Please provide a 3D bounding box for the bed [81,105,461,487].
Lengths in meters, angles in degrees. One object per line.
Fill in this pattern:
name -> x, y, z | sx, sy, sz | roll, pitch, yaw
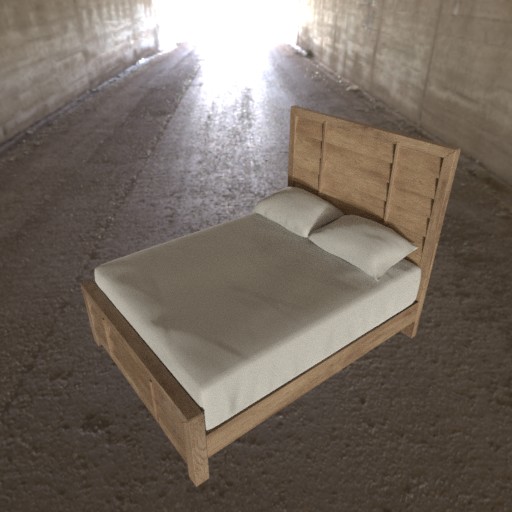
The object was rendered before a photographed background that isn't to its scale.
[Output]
bed -> 0.000, 0.000, 3.334 | 2.197, 1.626, 1.626 | -22, 37, -32
